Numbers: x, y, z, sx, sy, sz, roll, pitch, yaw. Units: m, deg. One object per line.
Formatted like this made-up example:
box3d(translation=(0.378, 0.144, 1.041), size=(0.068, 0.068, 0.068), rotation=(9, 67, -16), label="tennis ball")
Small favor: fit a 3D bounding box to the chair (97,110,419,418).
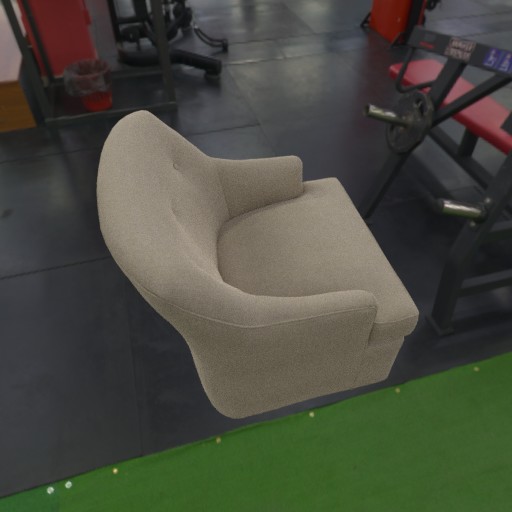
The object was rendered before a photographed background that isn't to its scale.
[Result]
box3d(translation=(0.000, 0.000, 1.593), size=(0.923, 0.856, 0.864), rotation=(-10, 47, -9), label="chair")
